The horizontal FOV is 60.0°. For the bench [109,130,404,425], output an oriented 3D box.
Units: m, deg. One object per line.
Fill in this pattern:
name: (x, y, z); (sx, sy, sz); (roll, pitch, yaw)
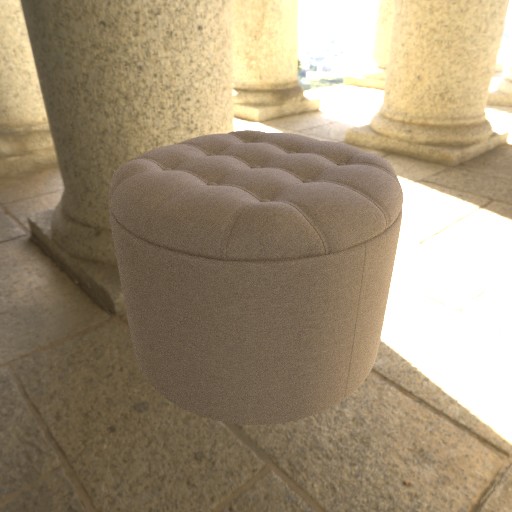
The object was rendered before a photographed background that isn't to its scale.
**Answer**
bench: (0.000, 0.000, 1.011); (0.600, 0.454, 0.600); (0, 30, 0)
